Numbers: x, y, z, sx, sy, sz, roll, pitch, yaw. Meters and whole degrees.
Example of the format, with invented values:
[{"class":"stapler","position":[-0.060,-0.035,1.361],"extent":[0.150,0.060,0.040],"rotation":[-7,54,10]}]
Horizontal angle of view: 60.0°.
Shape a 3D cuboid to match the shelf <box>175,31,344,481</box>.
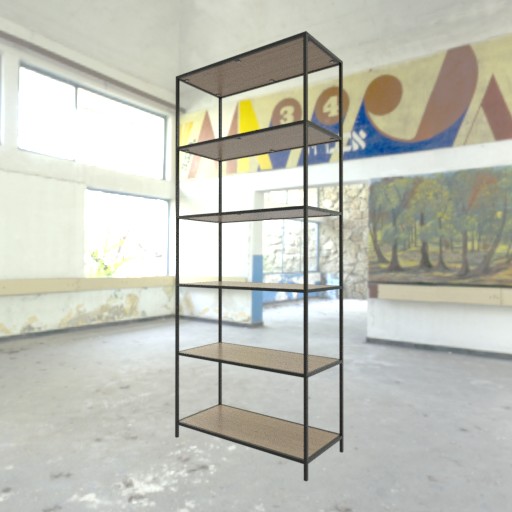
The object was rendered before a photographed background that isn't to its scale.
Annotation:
[{"class":"shelf","position":[0.000,0.000,2.188],"extent":[0.770,1.850,0.350],"rotation":[0,-1,36]}]
